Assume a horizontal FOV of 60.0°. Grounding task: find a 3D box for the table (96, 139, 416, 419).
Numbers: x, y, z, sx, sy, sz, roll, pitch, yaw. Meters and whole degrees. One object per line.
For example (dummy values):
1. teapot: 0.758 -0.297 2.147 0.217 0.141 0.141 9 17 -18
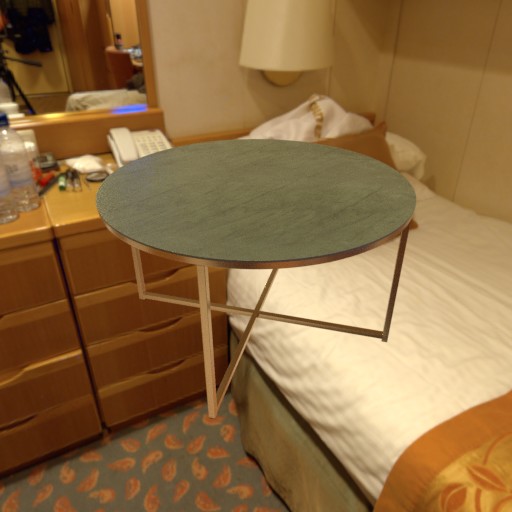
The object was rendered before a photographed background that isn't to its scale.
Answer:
1. table: 0.000 0.000 1.272 0.800 0.450 0.800 0 30 0
